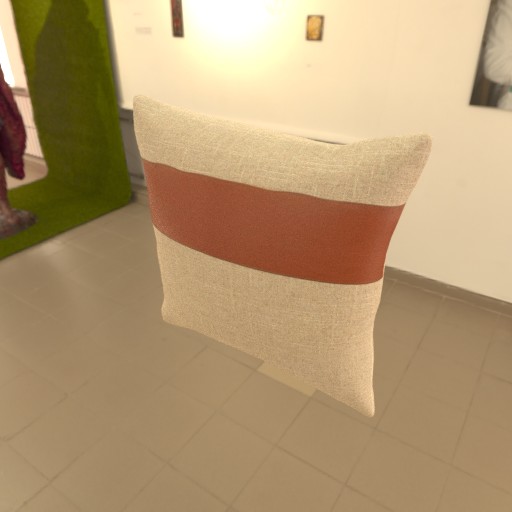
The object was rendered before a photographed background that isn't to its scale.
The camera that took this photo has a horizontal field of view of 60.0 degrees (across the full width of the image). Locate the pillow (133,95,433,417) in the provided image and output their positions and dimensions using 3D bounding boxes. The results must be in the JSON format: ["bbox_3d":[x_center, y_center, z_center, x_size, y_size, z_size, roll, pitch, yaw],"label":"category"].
[{"bbox_3d":[0.000,0.000,0.627,0.414,0.399,0.173,18,34,29],"label":"pillow"}]
